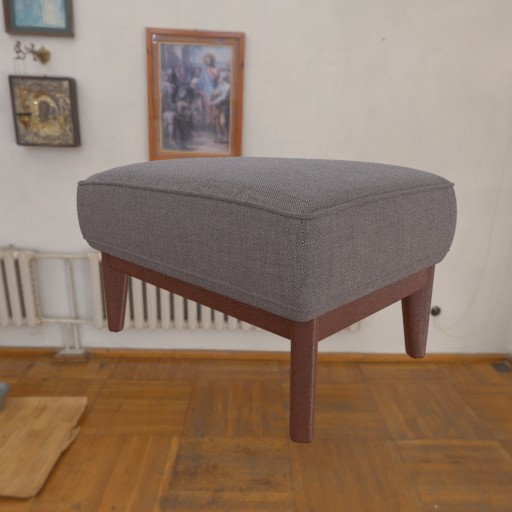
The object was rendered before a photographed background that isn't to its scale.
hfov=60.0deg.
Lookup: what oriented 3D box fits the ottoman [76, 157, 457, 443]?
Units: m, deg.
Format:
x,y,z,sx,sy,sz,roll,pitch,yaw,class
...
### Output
x,y,z,sx,sy,sz,roll,pitch,yaw,class
0.000,0.000,1.070,0.750,0.458,0.555,14,20,43,ottoman
